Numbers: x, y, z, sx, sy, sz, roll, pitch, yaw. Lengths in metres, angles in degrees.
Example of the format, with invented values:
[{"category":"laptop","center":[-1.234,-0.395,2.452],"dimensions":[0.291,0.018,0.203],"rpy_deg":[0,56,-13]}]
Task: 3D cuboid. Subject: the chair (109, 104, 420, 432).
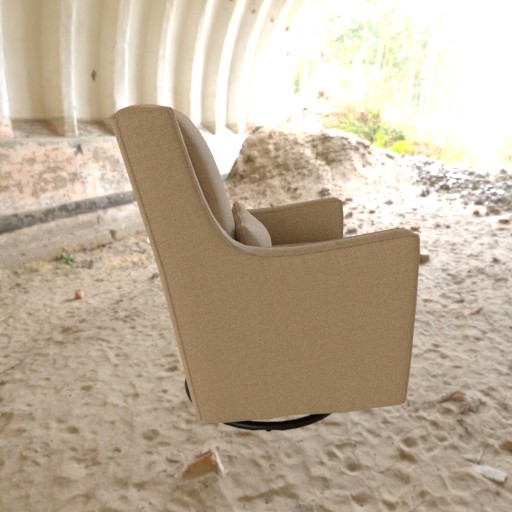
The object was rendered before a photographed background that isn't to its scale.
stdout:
[{"category":"chair","center":[0.000,0.000,1.550],"dimensions":[0.879,0.993,0.732],"rpy_deg":[-2,16,-9]}]
